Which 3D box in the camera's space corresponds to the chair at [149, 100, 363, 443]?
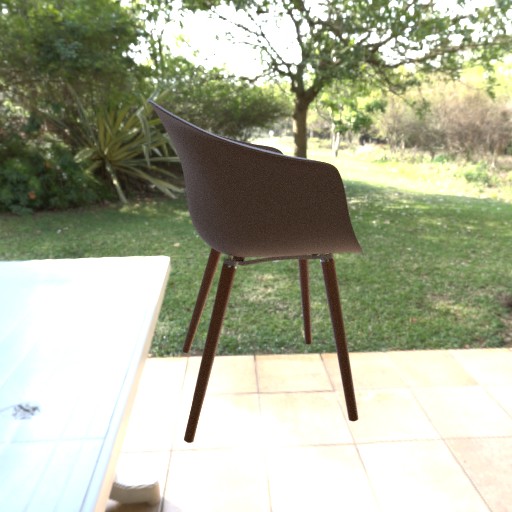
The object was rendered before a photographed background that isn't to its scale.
[{"bbox_3d":[0.000,0.000,1.185,0.504,0.781,0.593,-3,17,-9],"label":"chair"}]
